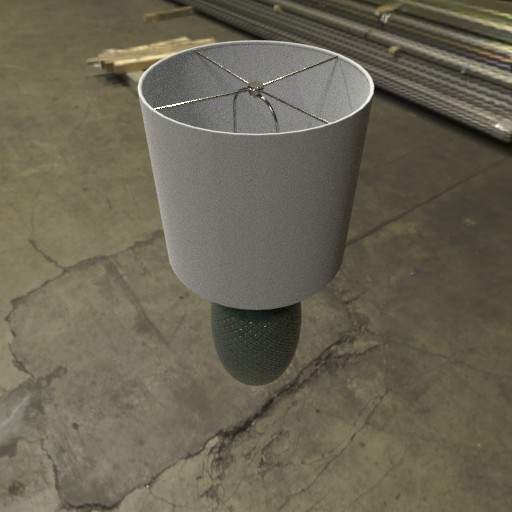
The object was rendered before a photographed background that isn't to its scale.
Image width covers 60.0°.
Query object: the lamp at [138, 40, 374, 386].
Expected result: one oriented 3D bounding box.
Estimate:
[{"bbox_3d":[0.000,0.000,0.567,0.217,0.453,0.217,-27,49,-26],"label":"lamp"}]
